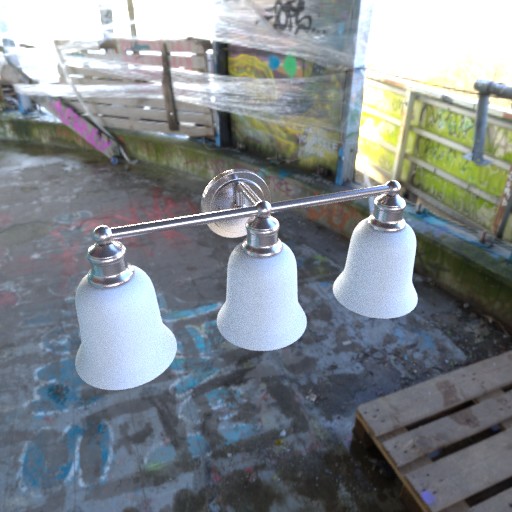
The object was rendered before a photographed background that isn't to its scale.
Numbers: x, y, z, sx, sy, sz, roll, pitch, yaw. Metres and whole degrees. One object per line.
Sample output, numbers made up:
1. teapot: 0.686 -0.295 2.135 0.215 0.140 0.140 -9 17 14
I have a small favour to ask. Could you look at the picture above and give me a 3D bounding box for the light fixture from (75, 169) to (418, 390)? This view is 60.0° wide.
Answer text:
1. light fixture: 0.000 0.000 0.683 0.570 0.211 0.198 -11 33 -17
